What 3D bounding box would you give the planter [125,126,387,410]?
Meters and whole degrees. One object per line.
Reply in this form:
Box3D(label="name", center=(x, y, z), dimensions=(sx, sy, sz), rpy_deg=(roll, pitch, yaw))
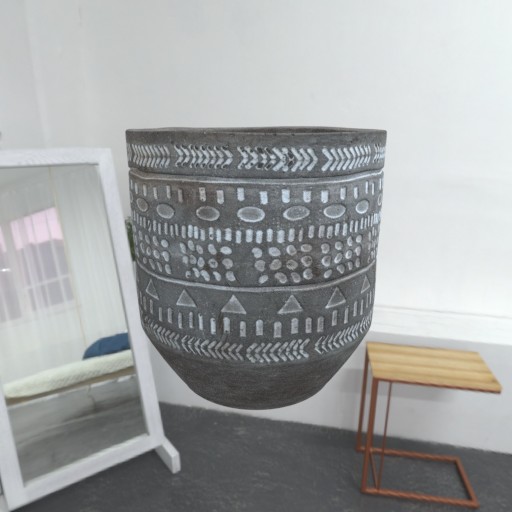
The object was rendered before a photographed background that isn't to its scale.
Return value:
Box3D(label="planter", center=(0.000, 0.000, 0.269), dimensions=(0.142, 0.149, 0.142), rpy_deg=(0, 17, 0))
